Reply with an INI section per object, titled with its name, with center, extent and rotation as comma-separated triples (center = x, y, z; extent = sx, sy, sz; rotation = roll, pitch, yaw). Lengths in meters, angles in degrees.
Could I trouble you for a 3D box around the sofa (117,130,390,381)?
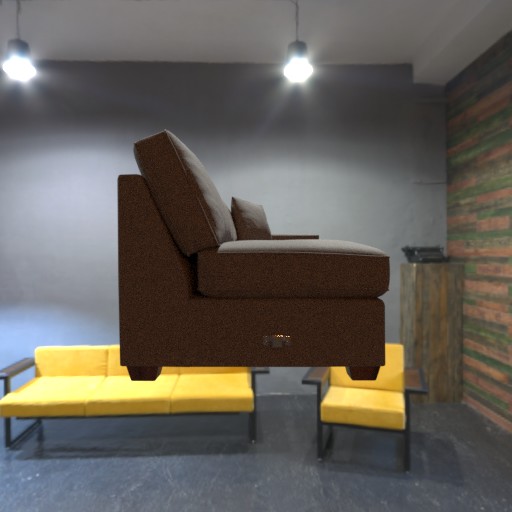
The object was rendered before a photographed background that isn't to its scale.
[sofa]
center = 0.000, 0.000, 2.593
extent = 1.034, 0.946, 1.963
rotation = 0, 0, 0
